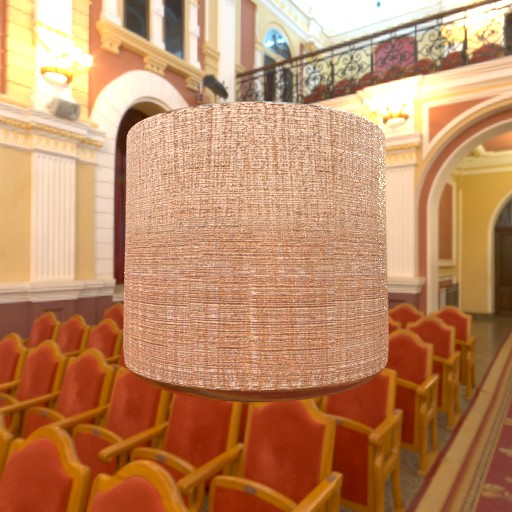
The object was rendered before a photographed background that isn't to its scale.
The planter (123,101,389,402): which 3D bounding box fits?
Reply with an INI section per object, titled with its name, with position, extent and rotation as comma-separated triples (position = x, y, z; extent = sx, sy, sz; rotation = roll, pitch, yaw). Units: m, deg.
[planter]
position = 0.000, 0.000, 0.310
extent = 0.177, 0.157, 0.177
rotation = 0, -1, 0
